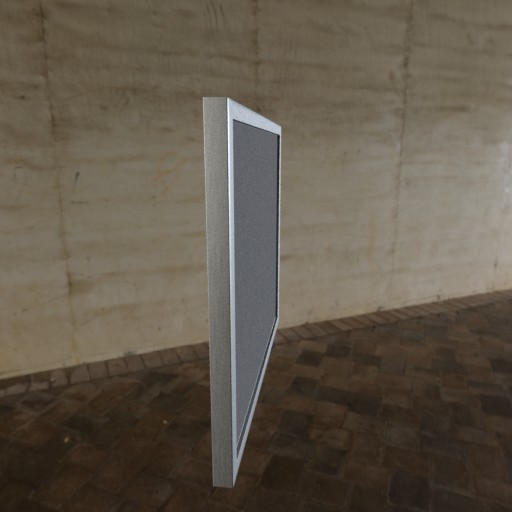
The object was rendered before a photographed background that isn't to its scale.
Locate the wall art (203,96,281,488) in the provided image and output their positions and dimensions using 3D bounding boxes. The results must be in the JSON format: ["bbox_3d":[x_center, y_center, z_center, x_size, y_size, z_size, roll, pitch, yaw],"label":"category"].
[{"bbox_3d":[0.000,0.000,0.761,0.028,0.457,0.556,2,14,8],"label":"wall art"}]
